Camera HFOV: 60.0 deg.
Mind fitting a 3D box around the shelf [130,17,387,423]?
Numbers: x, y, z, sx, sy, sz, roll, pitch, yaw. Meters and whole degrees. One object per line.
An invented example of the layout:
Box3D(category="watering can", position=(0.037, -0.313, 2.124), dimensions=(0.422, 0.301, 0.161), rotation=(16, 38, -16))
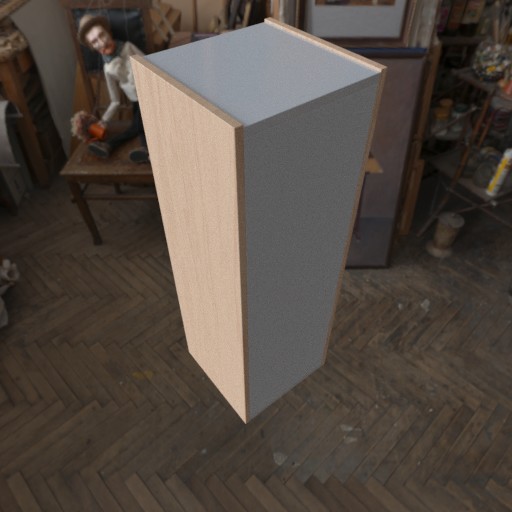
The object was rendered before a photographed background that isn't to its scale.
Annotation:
Box3D(category="shelf", position=(0.000, 0.000, 1.036), dimensions=(0.300, 0.900, 0.290), rotation=(-30, 53, -26))
